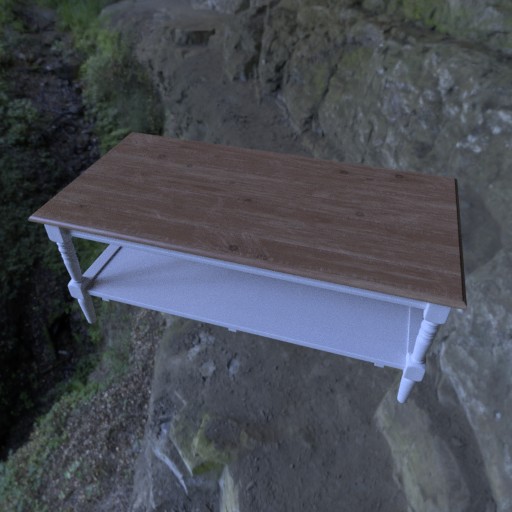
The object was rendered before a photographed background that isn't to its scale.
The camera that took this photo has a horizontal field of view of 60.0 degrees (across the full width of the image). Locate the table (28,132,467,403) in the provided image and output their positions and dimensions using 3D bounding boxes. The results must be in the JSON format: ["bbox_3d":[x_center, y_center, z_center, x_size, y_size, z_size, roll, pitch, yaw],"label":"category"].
[{"bbox_3d":[0.000,0.000,1.417,1.118,0.458,0.559,11,41,13],"label":"table"}]
